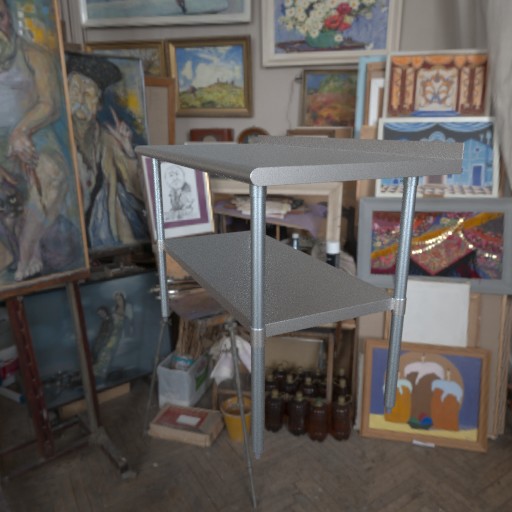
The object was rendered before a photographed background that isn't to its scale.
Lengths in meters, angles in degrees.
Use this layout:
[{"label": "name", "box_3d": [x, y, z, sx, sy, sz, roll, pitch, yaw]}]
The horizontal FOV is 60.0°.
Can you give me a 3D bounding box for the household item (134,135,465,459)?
[{"label": "household item", "box_3d": [0.000, 0.000, 1.661, 0.610, 0.851, 1.219, -8, 18, -24]}]
